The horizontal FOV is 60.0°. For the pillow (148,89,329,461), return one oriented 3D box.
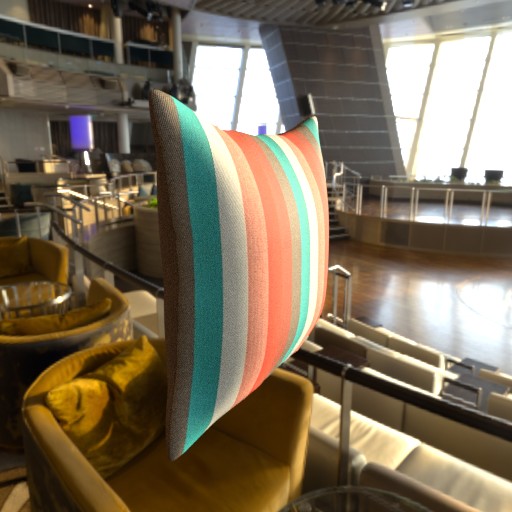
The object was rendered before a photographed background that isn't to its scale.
[{"bbox_3d":[0.000,0.000,0.690,0.168,0.443,0.453,7,15,28],"label":"pillow"}]
